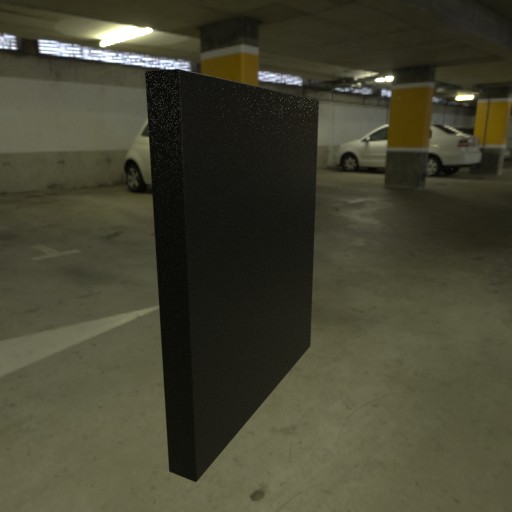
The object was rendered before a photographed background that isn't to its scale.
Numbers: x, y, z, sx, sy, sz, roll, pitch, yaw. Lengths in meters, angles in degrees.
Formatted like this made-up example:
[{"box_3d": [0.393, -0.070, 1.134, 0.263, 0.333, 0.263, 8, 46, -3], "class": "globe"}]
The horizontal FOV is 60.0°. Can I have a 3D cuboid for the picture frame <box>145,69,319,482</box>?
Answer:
[{"box_3d": [0.000, 0.000, 0.536, 0.034, 0.378, 0.328, 7, 17, 26], "class": "picture frame"}]
